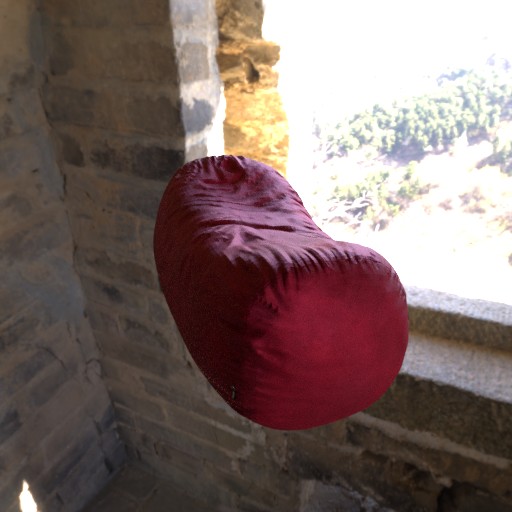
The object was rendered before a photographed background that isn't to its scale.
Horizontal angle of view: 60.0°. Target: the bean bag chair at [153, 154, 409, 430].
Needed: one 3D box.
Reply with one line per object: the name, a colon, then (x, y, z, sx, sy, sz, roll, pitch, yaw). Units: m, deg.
bean bag chair: (0.000, 0.000, 2.837, 1.216, 0.867, 2.293, -10, 31, -18)
